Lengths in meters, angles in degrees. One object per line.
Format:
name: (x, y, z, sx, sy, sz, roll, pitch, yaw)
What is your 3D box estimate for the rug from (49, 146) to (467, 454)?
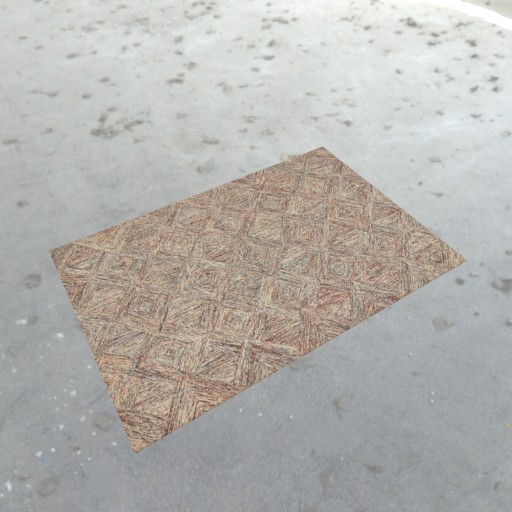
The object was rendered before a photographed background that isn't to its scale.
rug: (0.000, 0.000, 2.910, 2.285, 0.019, 1.523, -25, 52, -21)
